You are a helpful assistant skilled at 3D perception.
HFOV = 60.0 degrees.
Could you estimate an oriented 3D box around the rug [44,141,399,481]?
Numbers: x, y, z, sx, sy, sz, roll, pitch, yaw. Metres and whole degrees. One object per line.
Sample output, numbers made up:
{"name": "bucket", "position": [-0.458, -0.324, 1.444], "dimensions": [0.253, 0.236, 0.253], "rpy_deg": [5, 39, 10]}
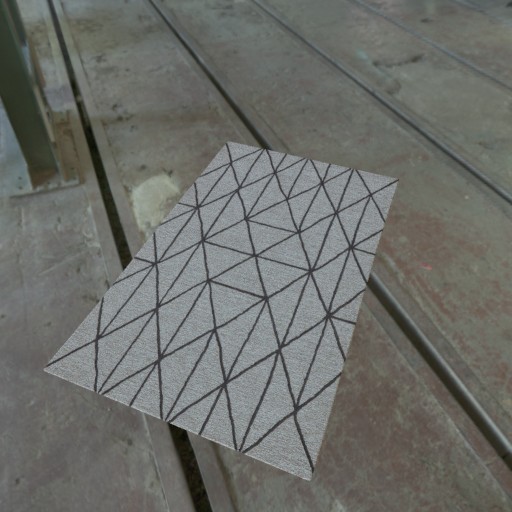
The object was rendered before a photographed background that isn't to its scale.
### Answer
{"name": "rug", "position": [0.000, 0.000, 3.019], "dimensions": [1.526, 0.008, 2.465], "rpy_deg": [16, 49, 15]}
